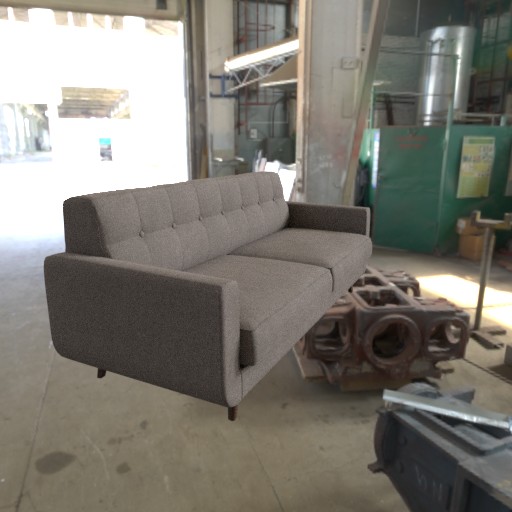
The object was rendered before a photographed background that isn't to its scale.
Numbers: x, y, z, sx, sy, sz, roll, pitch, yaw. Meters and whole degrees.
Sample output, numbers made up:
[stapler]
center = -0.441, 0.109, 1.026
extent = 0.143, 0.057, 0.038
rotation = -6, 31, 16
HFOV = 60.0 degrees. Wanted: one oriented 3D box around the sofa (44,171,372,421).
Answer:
[sofa]
center = 0.000, 0.000, 2.490
extent = 0.909, 0.841, 2.029
rotation = 7, 16, 26
